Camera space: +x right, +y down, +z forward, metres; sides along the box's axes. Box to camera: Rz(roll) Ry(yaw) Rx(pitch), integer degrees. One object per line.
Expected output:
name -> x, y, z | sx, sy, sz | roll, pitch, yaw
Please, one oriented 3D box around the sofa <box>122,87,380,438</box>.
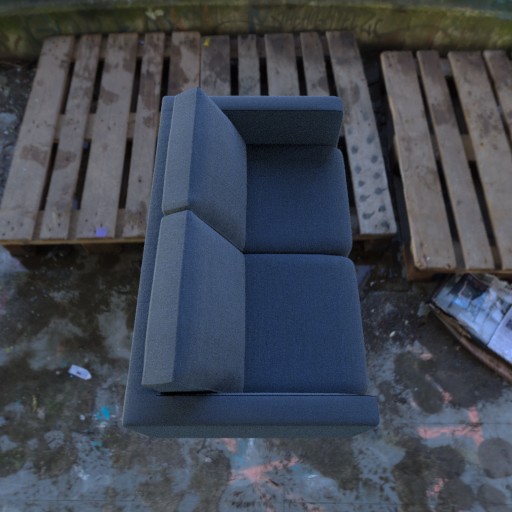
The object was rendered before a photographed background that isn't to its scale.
sofa -> 0.000, 0.000, 2.228 | 0.999, 0.907, 1.659 | 0, 63, 0
